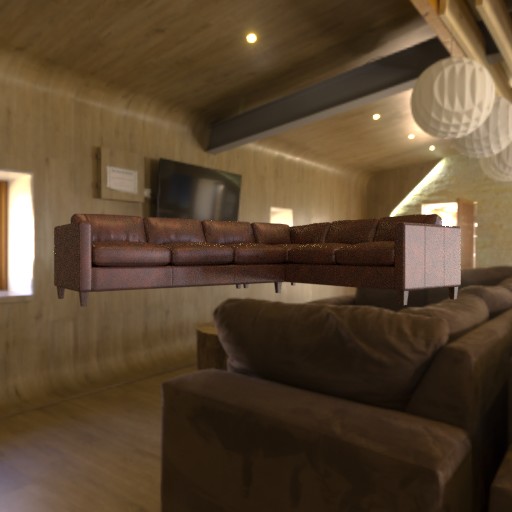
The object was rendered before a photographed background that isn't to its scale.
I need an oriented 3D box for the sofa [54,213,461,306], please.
[{"bbox_3d":[0.000,0.000,4.321,3.152,0.836,2.438,0,0,-37],"label":"sofa"}]
